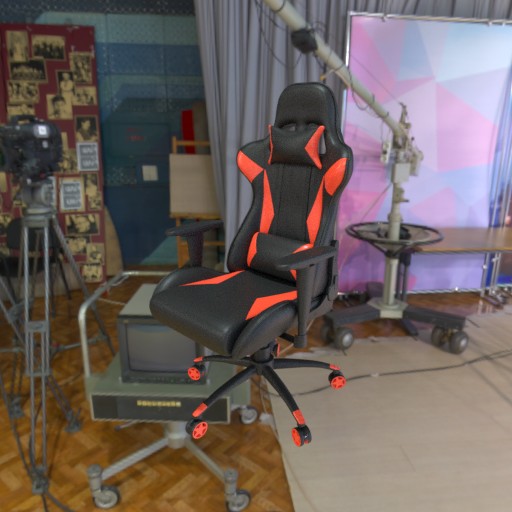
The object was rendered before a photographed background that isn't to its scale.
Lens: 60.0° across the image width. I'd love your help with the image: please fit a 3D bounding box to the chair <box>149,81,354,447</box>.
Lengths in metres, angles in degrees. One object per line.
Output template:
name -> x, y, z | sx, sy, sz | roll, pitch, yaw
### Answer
chair -> 0.000, 0.000, 1.712 | 0.695, 1.282, 0.730 | 16, 23, 42
